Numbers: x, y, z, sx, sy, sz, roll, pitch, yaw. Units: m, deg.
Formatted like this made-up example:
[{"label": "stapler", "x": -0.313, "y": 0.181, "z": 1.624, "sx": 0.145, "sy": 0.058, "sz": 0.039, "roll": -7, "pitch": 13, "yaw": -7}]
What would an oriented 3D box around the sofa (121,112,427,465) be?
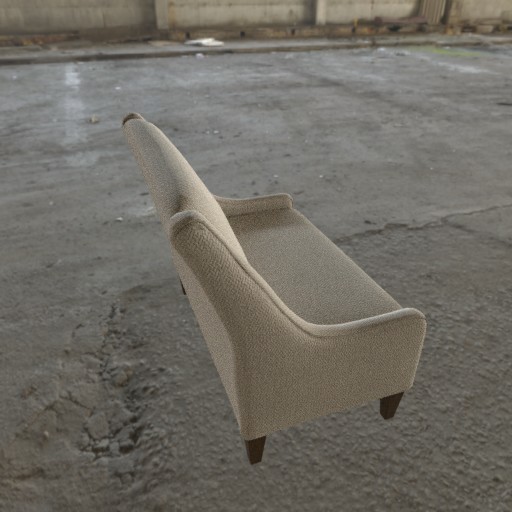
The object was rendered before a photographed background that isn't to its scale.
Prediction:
[{"label": "sofa", "x": 0.000, "y": 0.000, "z": 1.892, "sx": 0.870, "sy": 1.022, "sz": 1.242, "roll": -11, "pitch": 32, "yaw": -17}]
